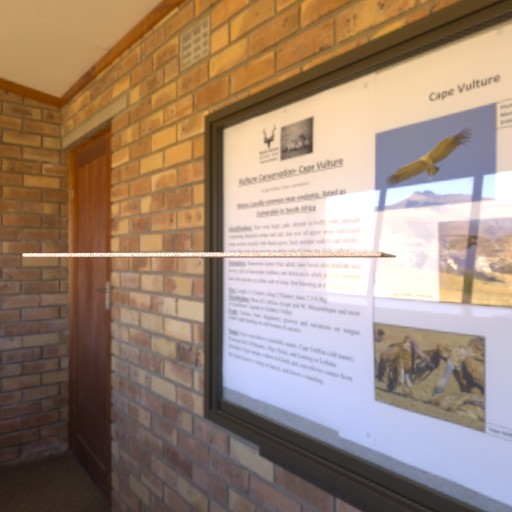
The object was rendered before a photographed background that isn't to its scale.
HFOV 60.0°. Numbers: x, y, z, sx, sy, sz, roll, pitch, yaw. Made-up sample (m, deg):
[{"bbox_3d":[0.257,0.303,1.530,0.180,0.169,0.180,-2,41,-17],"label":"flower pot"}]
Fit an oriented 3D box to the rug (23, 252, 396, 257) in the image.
[{"bbox_3d":[0.000,0.000,4.106,2.400,0.025,3.000,0,0,19],"label":"rug"}]
